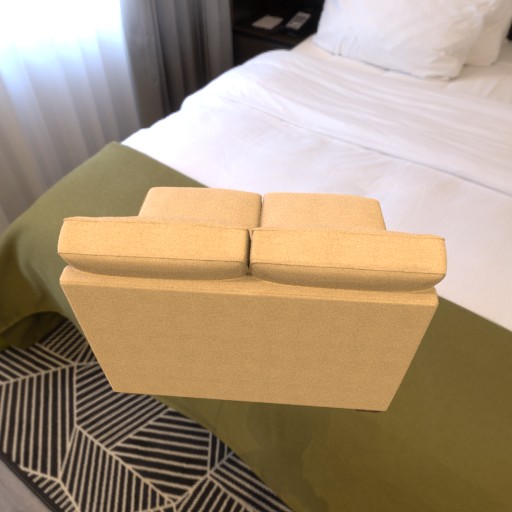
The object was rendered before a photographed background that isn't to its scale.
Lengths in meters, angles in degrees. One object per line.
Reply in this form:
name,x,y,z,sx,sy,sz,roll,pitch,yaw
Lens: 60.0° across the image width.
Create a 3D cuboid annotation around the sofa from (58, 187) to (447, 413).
sofa,0.000,0.000,1.981,1.232,1.006,0.978,3,46,3
